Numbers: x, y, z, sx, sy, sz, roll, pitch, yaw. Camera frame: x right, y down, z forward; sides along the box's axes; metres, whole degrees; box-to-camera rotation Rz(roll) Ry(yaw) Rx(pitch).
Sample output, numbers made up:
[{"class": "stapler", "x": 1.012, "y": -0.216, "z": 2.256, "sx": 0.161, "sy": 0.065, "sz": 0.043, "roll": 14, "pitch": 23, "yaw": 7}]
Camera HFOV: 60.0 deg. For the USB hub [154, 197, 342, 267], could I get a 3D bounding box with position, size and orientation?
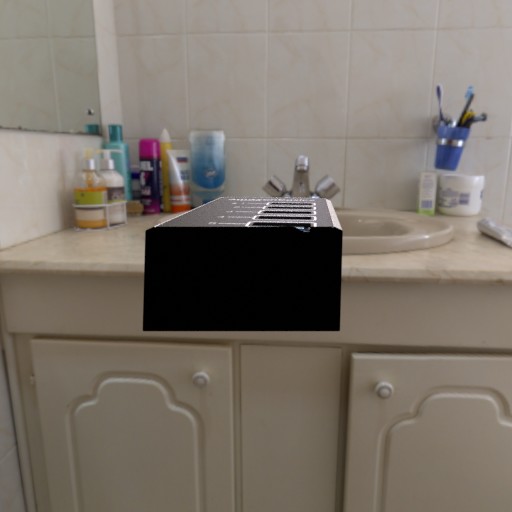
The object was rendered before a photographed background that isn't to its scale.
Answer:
[{"class": "USB hub", "x": 0.000, "y": 0.000, "z": 0.123, "sx": 0.044, "sy": 0.023, "sz": 0.110, "roll": 2, "pitch": 13, "yaw": 7}]
